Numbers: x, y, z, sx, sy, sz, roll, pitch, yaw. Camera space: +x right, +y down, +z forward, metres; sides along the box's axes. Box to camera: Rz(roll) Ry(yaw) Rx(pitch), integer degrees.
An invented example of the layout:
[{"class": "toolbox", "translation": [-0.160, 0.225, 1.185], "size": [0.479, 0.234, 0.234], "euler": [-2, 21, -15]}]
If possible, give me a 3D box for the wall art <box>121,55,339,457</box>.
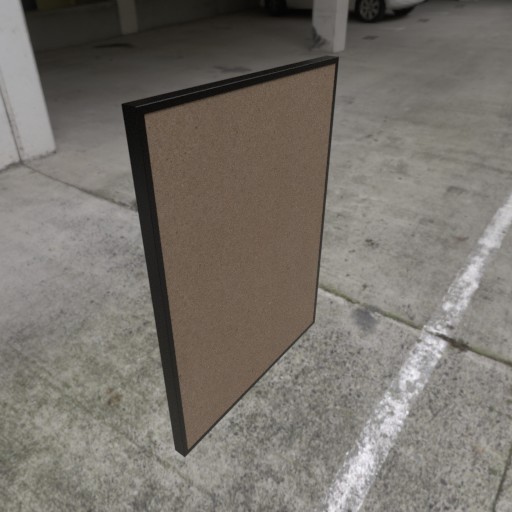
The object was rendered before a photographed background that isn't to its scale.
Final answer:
[{"class": "wall art", "translation": [0.000, 0.000, 1.362], "size": [0.043, 1.046, 0.788], "euler": [21, 38, 30]}]
